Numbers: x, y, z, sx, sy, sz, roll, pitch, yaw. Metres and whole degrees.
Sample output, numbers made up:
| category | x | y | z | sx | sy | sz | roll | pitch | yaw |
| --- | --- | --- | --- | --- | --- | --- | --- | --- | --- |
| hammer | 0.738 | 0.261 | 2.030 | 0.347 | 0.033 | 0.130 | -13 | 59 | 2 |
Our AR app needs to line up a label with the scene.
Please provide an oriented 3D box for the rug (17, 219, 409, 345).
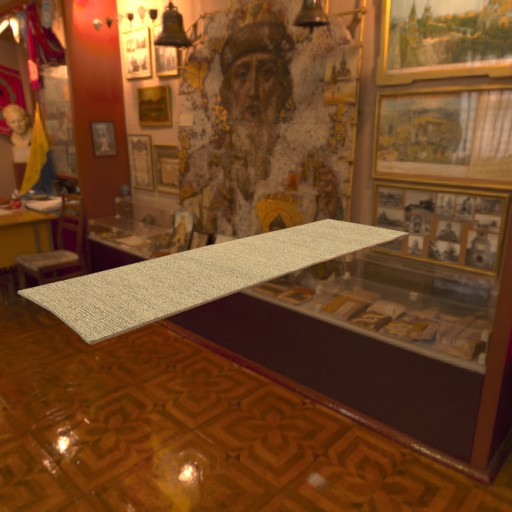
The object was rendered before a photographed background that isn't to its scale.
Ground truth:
| category | x | y | z | sx | sy | sz | roll | pitch | yaw |
| --- | --- | --- | --- | --- | --- | --- | --- | --- | --- |
| rug | 0.000 | 0.000 | 2.528 | 2.320 | 0.032 | 0.692 | -15 | 22 | -42 |
